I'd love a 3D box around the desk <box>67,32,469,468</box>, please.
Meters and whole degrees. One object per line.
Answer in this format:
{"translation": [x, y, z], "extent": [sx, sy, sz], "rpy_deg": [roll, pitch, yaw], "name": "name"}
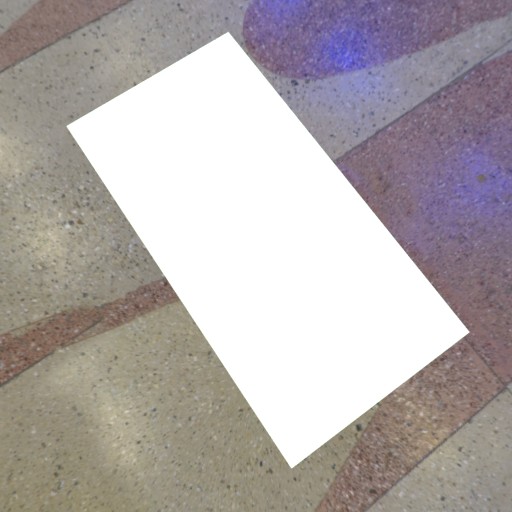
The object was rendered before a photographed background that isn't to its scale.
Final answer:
{"translation": [0.000, 0.000, 1.553], "extent": [0.560, 0.730, 1.100], "rpy_deg": [-34, 78, -8], "name": "desk"}
